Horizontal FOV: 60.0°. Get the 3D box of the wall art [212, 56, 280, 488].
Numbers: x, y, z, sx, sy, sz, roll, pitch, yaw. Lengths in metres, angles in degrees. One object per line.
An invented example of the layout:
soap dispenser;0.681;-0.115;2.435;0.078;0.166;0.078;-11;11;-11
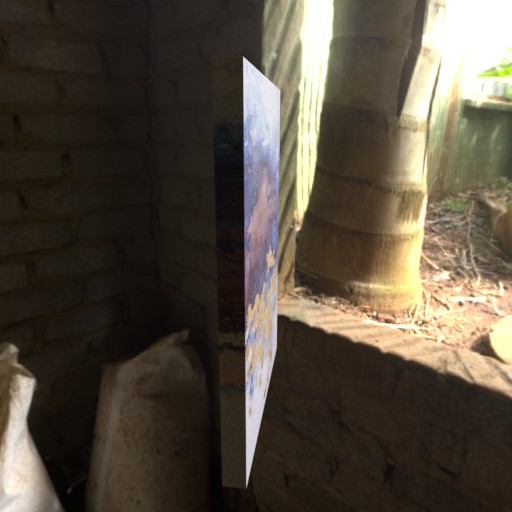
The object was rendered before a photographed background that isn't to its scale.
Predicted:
wall art;0.000;0.000;0.776;0.036;0.581;0.437;2;16;8
